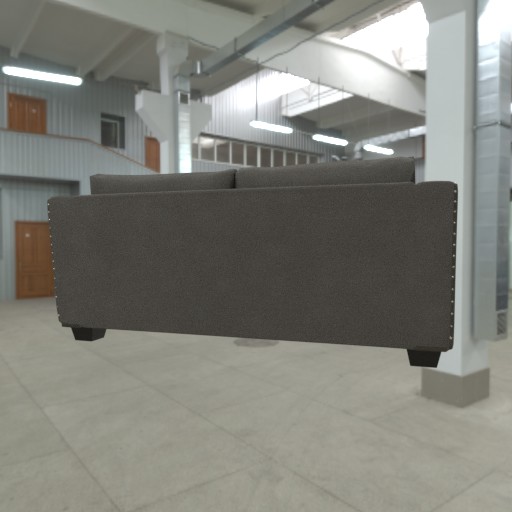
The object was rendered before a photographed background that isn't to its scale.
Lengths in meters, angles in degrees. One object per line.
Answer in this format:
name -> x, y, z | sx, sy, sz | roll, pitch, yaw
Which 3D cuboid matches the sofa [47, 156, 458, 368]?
sofa -> 0.000, 0.000, 3.254 | 2.550, 1.196, 1.336 | 0, 2, 17
